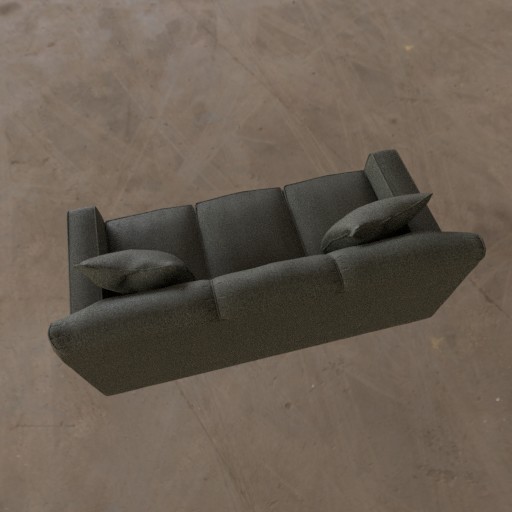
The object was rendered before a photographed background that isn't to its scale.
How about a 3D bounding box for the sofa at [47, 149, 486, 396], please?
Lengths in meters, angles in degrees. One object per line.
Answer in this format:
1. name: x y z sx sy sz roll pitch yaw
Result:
1. sofa: 0.000 0.000 2.547 2.024 0.958 0.997 -12 60 -7
